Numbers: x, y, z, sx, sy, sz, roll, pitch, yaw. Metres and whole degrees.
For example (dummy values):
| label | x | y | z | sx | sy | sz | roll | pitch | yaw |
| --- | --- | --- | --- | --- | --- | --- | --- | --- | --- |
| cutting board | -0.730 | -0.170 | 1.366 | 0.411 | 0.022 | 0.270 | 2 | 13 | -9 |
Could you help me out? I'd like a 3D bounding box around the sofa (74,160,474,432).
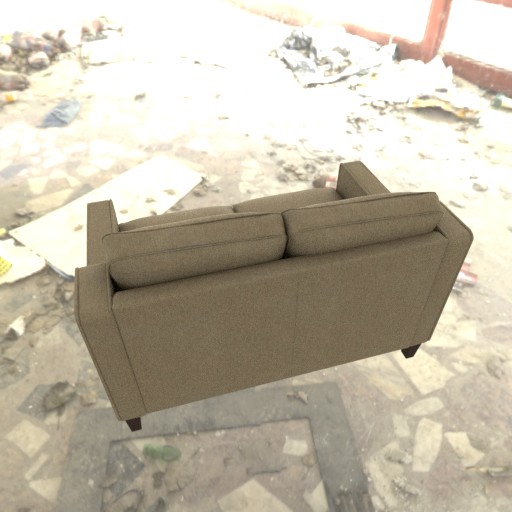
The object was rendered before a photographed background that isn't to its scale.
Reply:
| label | x | y | z | sx | sy | sz | roll | pitch | yaw |
| --- | --- | --- | --- | --- | --- | --- | --- | --- | --- |
| sofa | 0.000 | 0.000 | 2.145 | 1.503 | 0.981 | 0.985 | -11 | 43 | -12 |
